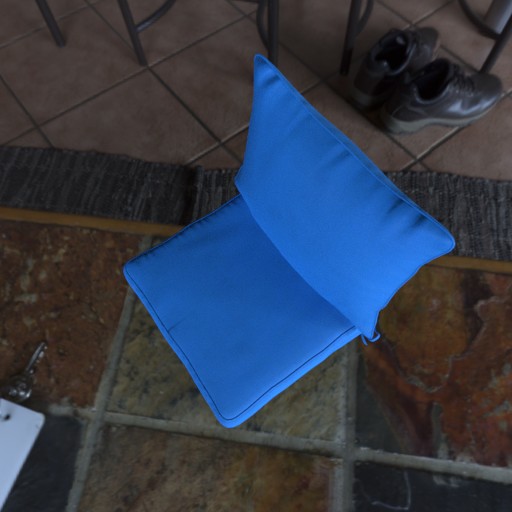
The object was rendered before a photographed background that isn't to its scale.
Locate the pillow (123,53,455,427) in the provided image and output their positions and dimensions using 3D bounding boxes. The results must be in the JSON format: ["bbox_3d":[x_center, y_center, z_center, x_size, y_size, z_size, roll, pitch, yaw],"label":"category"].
[{"bbox_3d":[0.000,0.000,1.377,0.733,0.725,0.798,-33,69,-15],"label":"pillow"}]
